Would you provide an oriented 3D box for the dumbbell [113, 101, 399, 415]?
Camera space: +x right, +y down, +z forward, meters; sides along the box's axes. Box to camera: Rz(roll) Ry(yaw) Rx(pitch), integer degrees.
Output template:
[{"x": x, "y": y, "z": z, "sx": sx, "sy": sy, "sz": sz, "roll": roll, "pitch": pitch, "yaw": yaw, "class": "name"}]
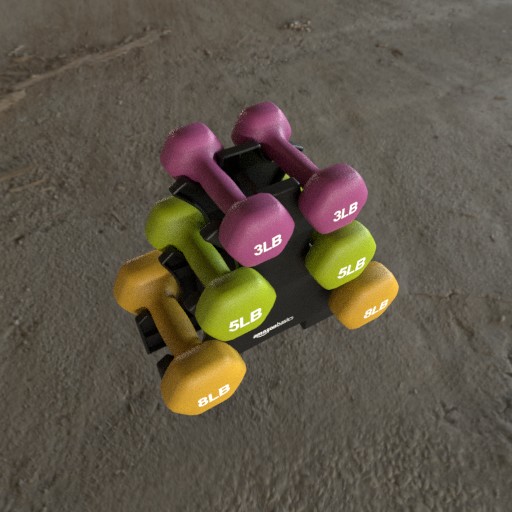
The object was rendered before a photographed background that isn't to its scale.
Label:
[{"x": 0.000, "y": 0.000, "z": 0.487, "sx": 0.300, "sy": 0.271, "sz": 0.190, "roll": -23, "pitch": 52, "yaw": -20, "class": "dumbbell"}]
